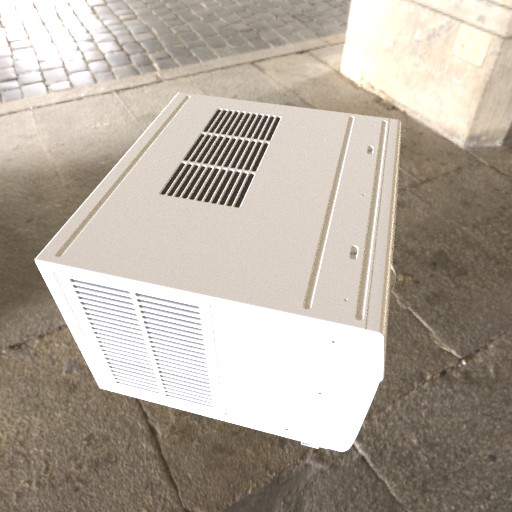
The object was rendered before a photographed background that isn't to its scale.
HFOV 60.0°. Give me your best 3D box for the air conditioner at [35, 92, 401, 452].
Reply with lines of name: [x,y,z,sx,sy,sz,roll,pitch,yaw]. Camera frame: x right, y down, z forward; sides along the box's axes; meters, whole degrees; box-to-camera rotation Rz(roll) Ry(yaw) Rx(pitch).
air conditioner: [0.000,0.000,1.062,0.599,0.455,0.645,11,46,10]
